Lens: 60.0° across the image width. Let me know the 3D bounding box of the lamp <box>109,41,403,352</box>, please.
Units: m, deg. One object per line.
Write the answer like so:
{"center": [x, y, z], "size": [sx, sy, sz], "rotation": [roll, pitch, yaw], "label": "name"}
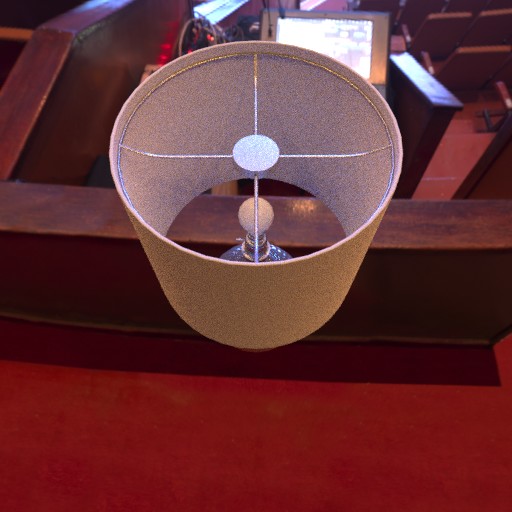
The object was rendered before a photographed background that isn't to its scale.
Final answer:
{"center": [0.000, 0.000, 0.477], "size": [0.207, 0.366, 0.207], "rotation": [0, 62, 0], "label": "lamp"}
